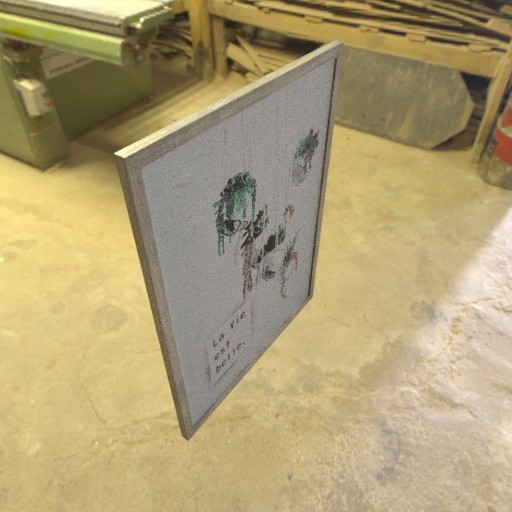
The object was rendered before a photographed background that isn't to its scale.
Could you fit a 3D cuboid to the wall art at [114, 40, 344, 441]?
[{"bbox_3d":[0.000,0.000,1.324,0.035,1.022,0.781,26,48,26],"label":"wall art"}]
